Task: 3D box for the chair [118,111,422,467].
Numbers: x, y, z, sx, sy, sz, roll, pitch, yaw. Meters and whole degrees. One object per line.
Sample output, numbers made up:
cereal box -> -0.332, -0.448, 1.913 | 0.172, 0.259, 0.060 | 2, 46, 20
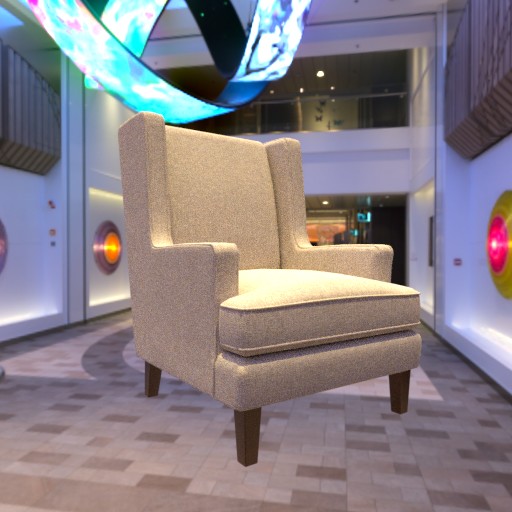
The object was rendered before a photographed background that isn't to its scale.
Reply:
chair -> 0.000, 0.000, 1.689 | 0.764, 1.082, 0.948 | 0, 1, -35
